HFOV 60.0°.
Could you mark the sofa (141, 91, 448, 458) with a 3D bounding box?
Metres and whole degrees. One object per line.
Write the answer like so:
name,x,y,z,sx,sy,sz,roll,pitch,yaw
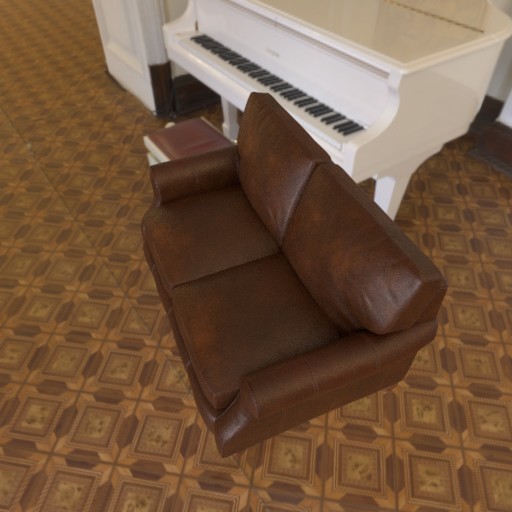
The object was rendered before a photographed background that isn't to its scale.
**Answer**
sofa,0.000,0.000,2.206,0.990,0.976,1.616,-17,48,-16
